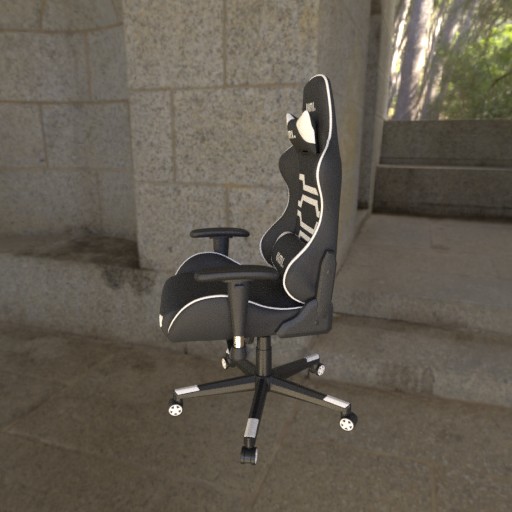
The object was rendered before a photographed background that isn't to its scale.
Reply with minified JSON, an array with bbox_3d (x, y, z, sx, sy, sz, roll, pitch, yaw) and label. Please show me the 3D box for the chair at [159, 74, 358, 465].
[{"bbox_3d":[0.000,0.000,1.619,0.700,1.240,0.700,-2,15,-9],"label":"chair"}]
